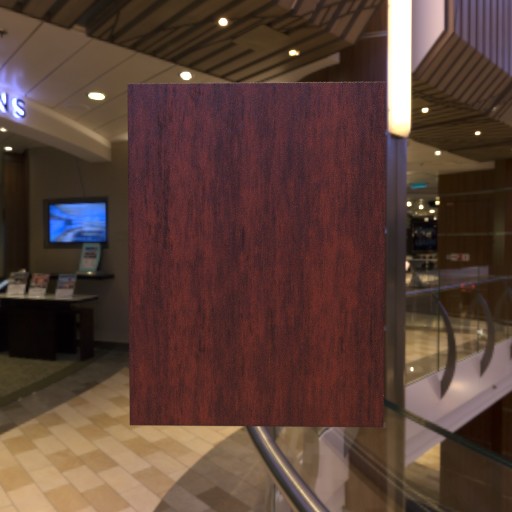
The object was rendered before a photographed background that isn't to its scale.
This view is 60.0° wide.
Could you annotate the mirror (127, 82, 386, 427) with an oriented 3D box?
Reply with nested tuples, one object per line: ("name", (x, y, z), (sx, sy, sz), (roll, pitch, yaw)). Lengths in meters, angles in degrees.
("mirror", (0.000, 0.000, 1.049), (0.600, 0.805, 0.021), (0, 1, 1))
